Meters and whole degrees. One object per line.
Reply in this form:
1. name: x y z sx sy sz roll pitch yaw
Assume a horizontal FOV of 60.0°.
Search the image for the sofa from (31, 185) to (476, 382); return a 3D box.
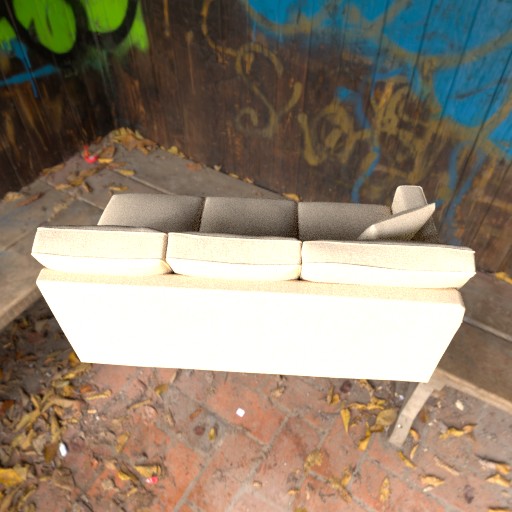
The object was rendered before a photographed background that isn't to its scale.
1. sofa: 0.000 0.000 2.511 1.962 0.946 1.034 3 46 3
